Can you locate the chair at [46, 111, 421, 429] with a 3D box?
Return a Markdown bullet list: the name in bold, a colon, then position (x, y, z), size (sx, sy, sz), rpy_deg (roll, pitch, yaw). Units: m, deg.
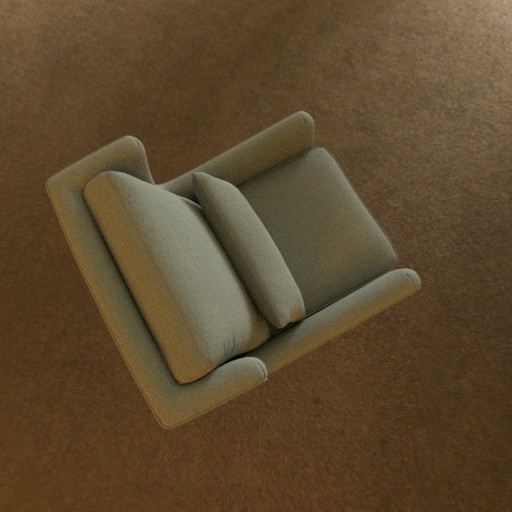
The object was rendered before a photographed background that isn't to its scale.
- **chair**: position (0.000, 0.000, 1.777), size (1.040, 1.056, 0.866), rpy_deg (-29, 77, -7)
